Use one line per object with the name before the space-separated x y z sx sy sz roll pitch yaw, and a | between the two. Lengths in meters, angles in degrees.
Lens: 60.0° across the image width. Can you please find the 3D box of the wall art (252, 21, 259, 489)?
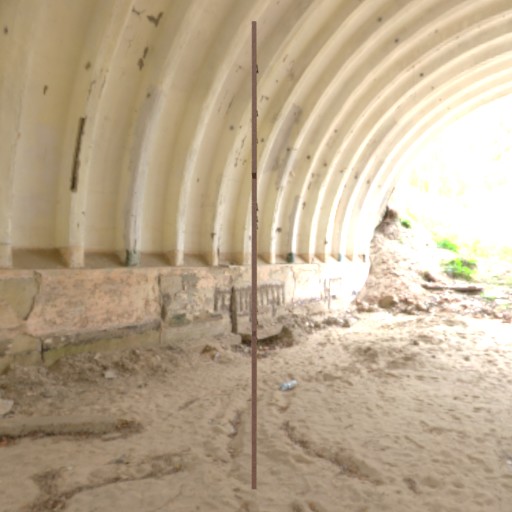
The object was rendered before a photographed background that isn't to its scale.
wall art | 0.000 0.000 1.762 0.019 1.218 1.221 0 0 0
